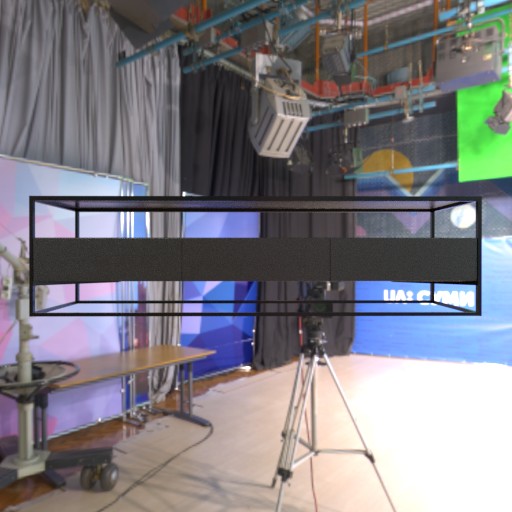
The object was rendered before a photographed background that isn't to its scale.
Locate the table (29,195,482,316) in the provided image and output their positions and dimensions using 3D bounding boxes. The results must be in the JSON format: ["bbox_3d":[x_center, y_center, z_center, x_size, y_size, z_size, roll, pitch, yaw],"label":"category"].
[{"bbox_3d":[0.000,0.000,1.650,1.486,0.395,0.399,0,0,-1],"label":"table"}]
